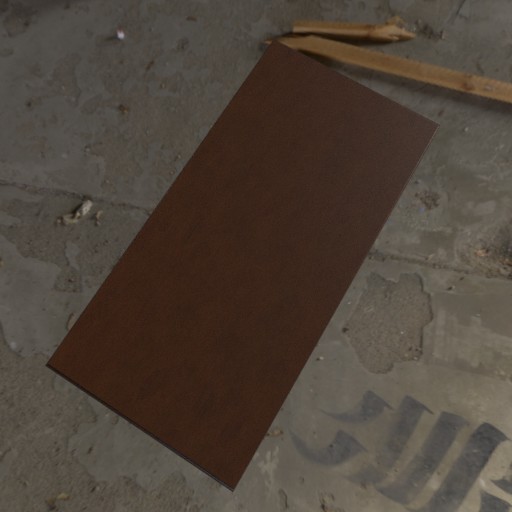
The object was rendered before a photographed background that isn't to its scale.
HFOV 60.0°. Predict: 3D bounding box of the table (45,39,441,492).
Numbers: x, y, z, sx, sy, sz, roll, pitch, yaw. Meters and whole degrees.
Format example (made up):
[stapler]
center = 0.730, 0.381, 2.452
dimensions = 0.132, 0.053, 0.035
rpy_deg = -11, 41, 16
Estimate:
[table]
center = 0.000, 0.000, 1.487
dimensions = 0.594, 0.459, 1.197
rpy_deg = 31, 78, 7
